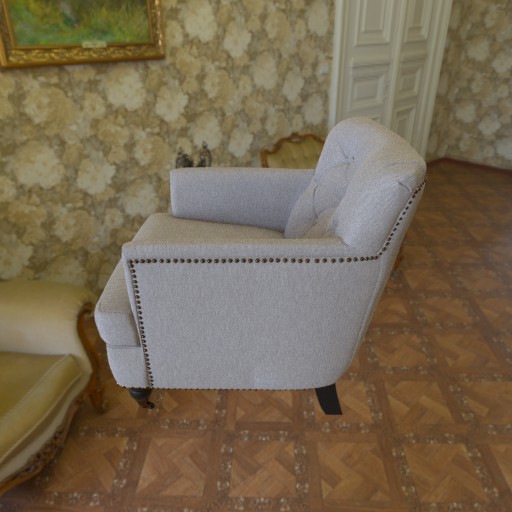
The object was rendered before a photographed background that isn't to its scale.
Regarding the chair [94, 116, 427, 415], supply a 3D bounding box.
[{"bbox_3d":[0.000,0.000,1.507,0.902,0.823,0.737,0,27,1],"label":"chair"}]
